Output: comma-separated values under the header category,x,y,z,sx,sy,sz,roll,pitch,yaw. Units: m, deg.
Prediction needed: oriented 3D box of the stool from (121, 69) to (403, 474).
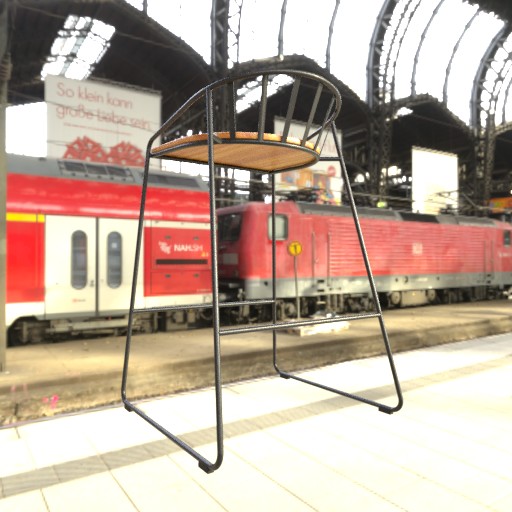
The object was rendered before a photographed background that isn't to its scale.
category,x,y,z,sx,sy,sz,roll,pitch,yaw
stool,0.000,0.000,1.164,0.546,0.812,0.521,0,0,-36
